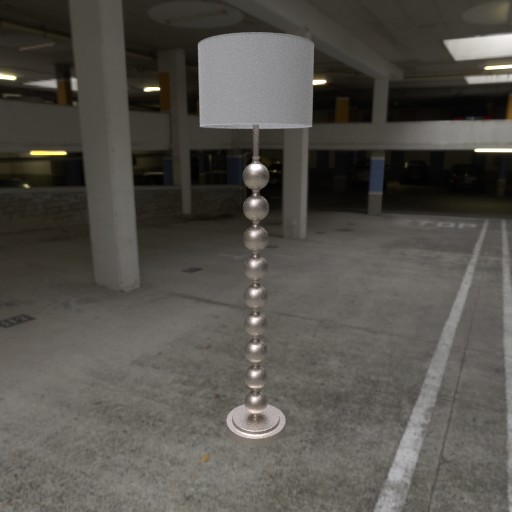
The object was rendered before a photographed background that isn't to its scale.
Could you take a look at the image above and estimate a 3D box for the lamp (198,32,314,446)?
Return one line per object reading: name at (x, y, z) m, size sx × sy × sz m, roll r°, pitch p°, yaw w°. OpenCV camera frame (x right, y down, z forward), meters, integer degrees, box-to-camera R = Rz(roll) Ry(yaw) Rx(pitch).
lamp at (0.000, 0.000, 1.678) m, size 0.394 × 1.474 × 0.394 m, roll 7°, pitch 16°, yaw 27°
